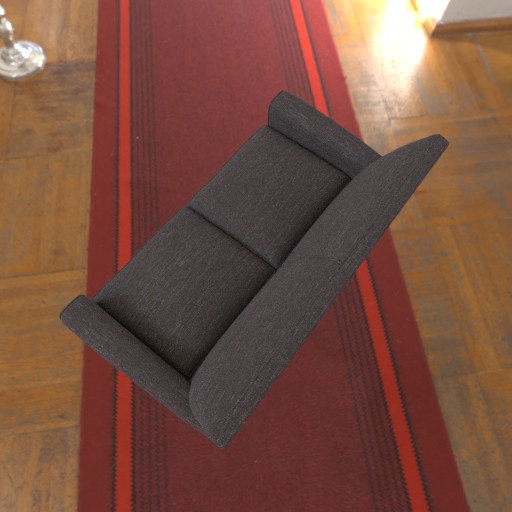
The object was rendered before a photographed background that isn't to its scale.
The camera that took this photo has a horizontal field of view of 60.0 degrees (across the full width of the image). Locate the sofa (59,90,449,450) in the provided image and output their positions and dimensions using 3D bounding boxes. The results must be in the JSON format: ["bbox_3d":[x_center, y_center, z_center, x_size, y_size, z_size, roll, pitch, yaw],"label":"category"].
[{"bbox_3d":[0.000,0.000,2.041,0.867,0.905,1.509,35,70,15],"label":"sofa"}]
